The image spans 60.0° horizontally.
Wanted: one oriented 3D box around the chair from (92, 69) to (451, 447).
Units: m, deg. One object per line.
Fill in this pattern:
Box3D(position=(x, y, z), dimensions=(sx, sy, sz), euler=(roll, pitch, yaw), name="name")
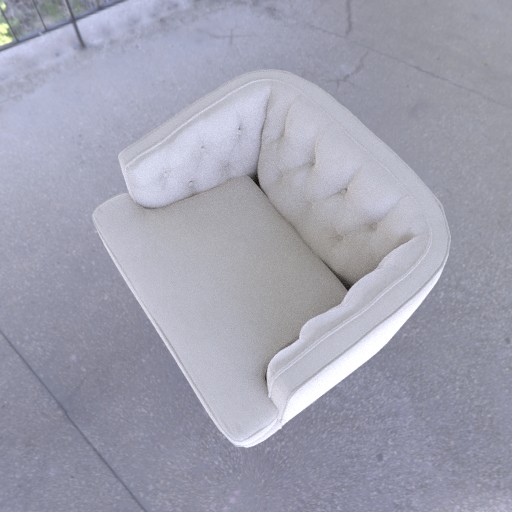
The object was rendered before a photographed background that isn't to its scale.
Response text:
Box3D(position=(0.000, 0.000, 1.742), dimensions=(0.941, 0.852, 1.104), euler=(-32, 66, -16), name="chair")
